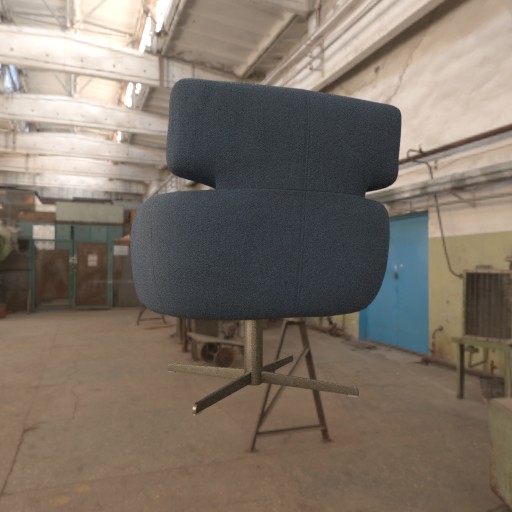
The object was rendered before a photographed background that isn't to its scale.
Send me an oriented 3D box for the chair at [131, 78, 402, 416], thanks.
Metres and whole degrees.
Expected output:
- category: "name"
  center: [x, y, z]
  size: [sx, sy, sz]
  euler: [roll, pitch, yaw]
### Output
- category: "chair"
  center: [0.000, 0.000, 1.400]
  size: [0.738, 0.813, 0.761]
  euler: [0, -1, -19]
